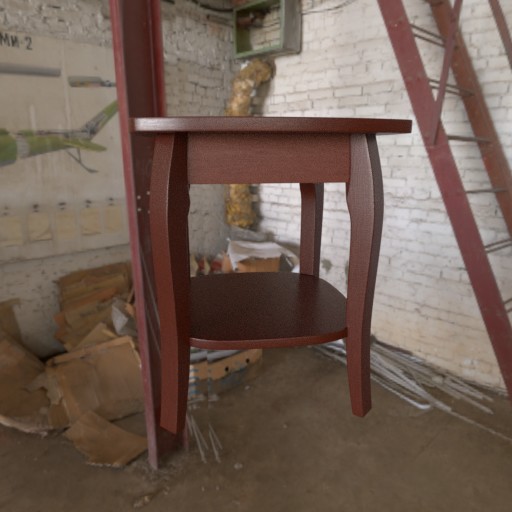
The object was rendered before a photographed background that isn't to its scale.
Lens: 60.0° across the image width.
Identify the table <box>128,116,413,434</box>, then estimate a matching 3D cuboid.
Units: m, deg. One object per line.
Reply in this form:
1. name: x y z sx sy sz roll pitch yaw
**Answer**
1. table: 0.000 0.000 0.876 0.433 0.496 0.502 -2 14 -8
